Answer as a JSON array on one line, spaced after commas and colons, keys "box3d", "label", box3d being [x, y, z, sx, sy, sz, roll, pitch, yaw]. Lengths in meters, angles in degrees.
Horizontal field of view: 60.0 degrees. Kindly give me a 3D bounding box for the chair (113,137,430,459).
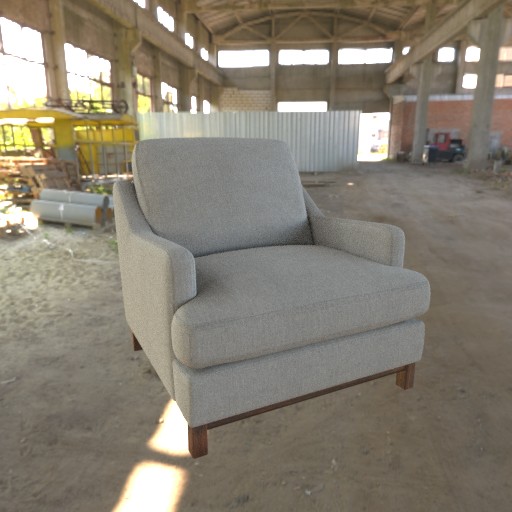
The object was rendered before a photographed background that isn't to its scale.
[{"box3d": [0.000, 0.000, 1.568, 0.826, 0.821, 0.892, -7, 16, -26], "label": "chair"}]
